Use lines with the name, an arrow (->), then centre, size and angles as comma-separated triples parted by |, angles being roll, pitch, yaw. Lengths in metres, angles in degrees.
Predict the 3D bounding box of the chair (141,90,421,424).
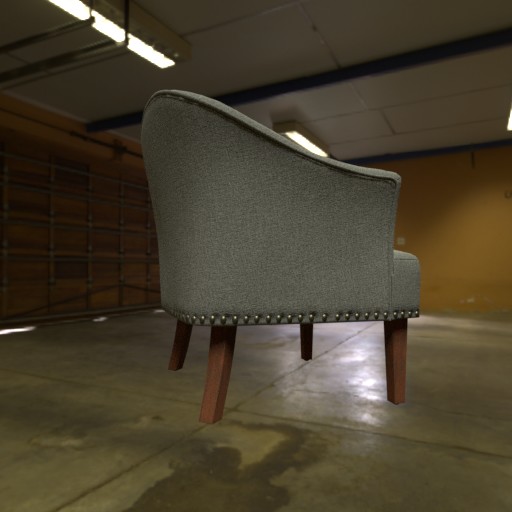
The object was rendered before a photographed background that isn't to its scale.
chair -> 0.000, 0.000, 1.402 | 0.704, 0.815, 0.798 | 0, -1, -18
